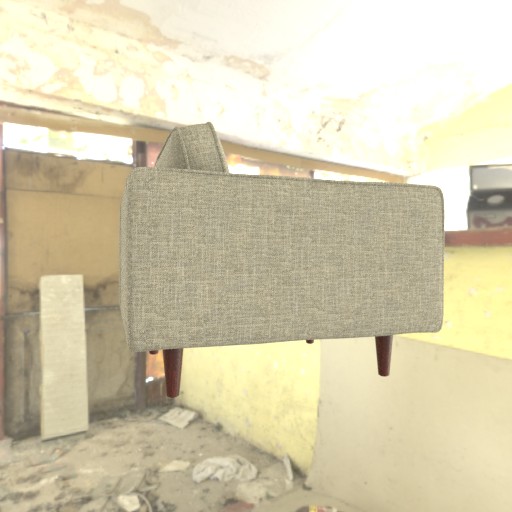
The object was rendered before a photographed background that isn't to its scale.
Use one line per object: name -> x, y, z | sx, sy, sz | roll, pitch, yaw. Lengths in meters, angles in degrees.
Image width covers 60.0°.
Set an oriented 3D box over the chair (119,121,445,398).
chair -> 0.000, 0.000, 1.572 | 0.914, 0.765, 0.889 | 0, 0, -18
